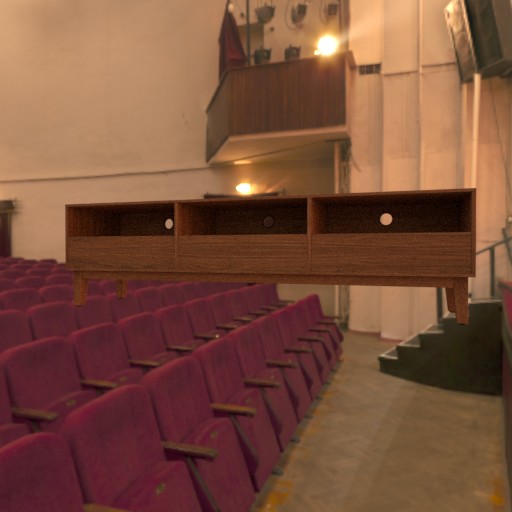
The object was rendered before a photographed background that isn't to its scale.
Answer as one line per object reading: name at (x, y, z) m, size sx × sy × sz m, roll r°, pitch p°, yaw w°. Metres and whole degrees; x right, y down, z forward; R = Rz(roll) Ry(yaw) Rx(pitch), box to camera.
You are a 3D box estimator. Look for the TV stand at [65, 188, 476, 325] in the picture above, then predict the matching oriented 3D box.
TV stand at (0.000, 0.000, 1.708) m, size 1.482 × 0.409 × 0.366 m, roll 0°, pitch 1°, yaw 18°
